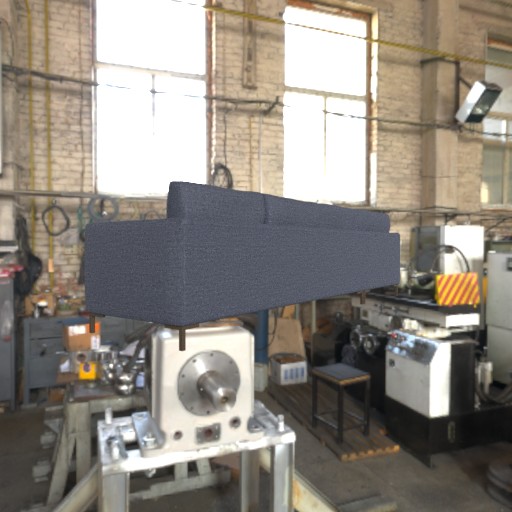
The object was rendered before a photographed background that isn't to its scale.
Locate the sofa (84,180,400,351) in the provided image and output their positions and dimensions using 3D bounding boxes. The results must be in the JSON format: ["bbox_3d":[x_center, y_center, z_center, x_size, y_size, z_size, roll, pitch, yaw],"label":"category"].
[{"bbox_3d":[0.000,0.000,2.953,1.125,0.673,2.445,1,2,37],"label":"sofa"}]
